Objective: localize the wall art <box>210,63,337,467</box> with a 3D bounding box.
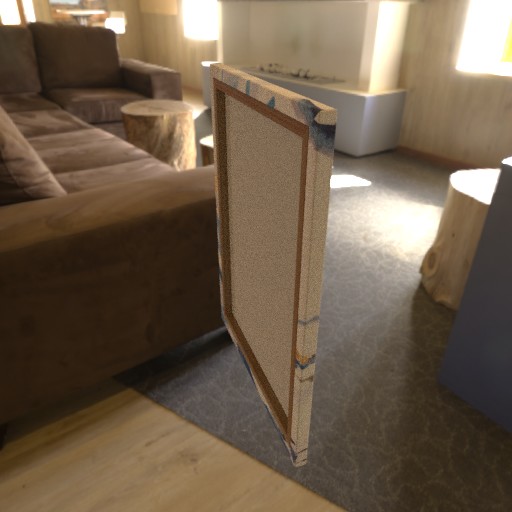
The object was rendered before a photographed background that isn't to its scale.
[{"bbox_3d":[0.000,0.000,1.360,0.038,1.015,0.761,-10,31,-17],"label":"wall art"}]
